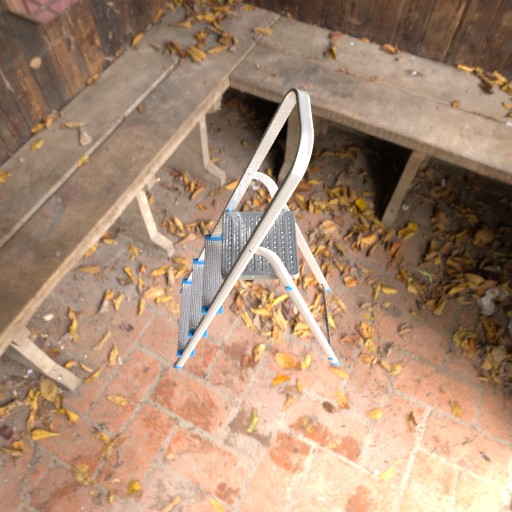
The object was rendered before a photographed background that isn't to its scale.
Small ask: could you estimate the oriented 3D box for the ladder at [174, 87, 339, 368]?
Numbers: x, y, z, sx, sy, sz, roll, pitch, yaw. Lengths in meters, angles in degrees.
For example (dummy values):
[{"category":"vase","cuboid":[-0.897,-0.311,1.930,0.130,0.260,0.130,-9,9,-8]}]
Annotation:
[{"category":"ladder","cuboid":[0.000,0.000,1.759,0.842,1.434,0.445,-1,58,-1]}]
